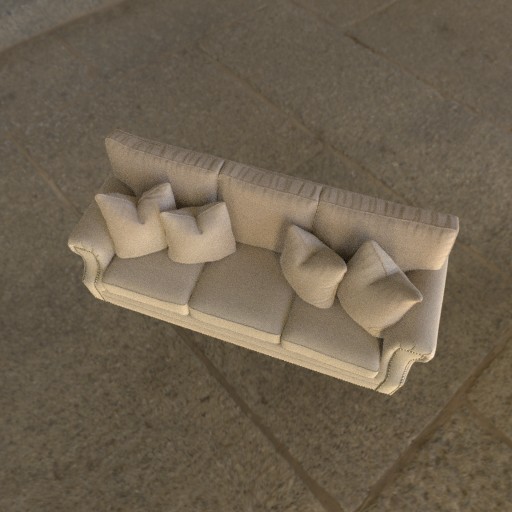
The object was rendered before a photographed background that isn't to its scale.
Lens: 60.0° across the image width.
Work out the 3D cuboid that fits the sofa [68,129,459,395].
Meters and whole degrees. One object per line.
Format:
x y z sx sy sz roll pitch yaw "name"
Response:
0.000 0.000 2.869 2.312 0.975 0.965 16 60 10 "sofa"
